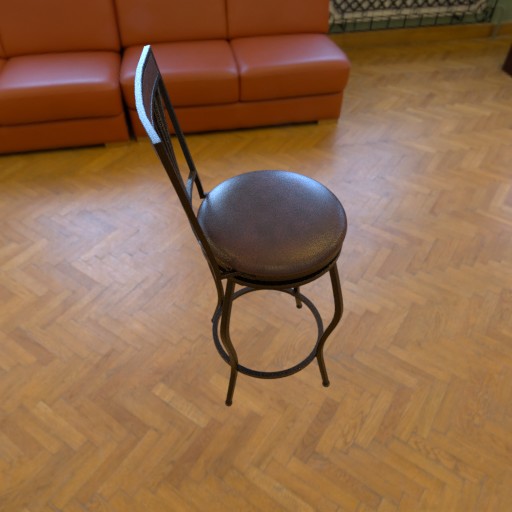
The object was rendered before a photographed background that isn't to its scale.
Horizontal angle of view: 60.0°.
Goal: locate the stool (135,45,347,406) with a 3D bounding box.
[{"bbox_3d":[0.000,0.000,1.352,0.514,1.117,0.433,-9,47,-8],"label":"stool"}]
